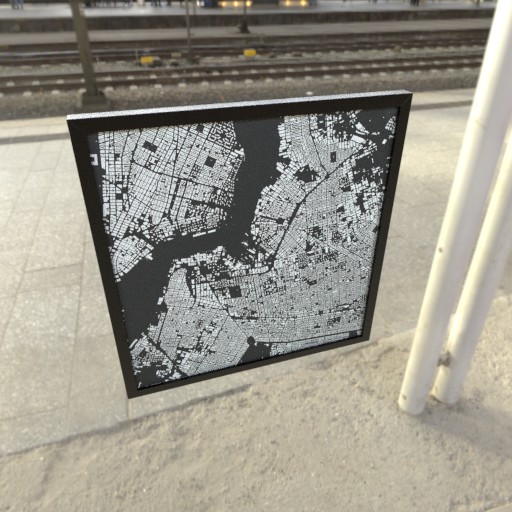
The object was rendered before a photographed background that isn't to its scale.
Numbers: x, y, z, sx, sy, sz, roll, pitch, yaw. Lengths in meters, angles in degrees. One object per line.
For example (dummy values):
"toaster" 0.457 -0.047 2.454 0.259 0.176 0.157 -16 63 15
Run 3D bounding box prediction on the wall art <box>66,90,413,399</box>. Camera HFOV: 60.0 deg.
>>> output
"wall art" 0.000 0.000 1.137 0.755 0.761 0.038 -10 33 -16
